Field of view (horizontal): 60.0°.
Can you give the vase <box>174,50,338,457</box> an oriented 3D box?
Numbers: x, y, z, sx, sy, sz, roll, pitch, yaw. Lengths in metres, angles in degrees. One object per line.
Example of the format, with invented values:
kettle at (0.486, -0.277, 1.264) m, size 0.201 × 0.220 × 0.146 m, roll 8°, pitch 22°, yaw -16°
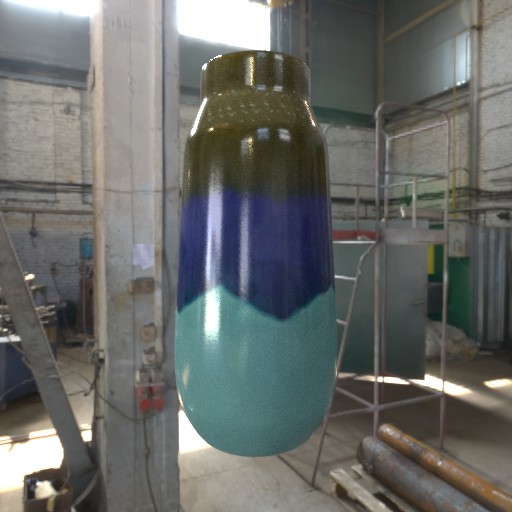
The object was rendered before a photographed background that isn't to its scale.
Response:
vase at (0.000, 0.000, 0.381) m, size 0.139 × 0.313 × 0.139 m, roll 0°, pitch 2°, yaw 0°
